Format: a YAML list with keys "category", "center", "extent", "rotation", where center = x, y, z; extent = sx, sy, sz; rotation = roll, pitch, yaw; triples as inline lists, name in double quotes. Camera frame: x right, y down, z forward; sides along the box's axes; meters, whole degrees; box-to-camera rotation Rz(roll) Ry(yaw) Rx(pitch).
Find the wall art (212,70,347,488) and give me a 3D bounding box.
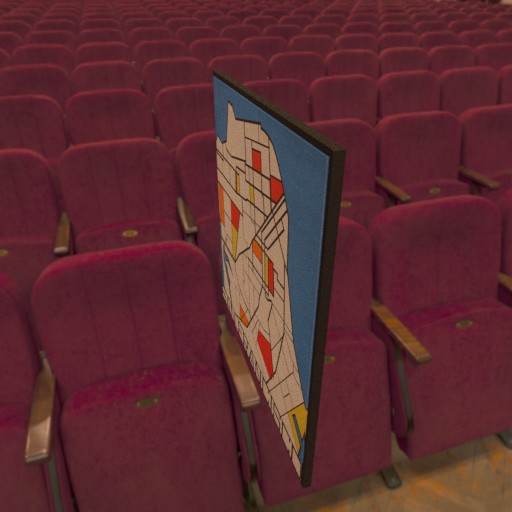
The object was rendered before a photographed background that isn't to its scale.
- category: "wall art"
  center: [0.000, 0.000, 0.662]
  extent: [0.013, 0.457, 0.458]
  rotation: [-9, 32, -15]
